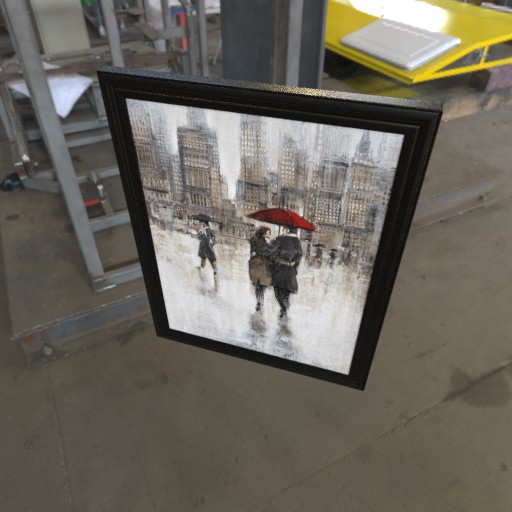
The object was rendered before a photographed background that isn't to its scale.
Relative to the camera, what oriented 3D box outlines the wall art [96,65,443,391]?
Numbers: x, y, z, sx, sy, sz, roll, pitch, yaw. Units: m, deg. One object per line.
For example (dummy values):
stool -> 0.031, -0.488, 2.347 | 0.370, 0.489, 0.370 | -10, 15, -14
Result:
wall art -> 0.000, 0.000, 1.567 | 0.950, 1.194, 0.053 | 12, 42, 13
